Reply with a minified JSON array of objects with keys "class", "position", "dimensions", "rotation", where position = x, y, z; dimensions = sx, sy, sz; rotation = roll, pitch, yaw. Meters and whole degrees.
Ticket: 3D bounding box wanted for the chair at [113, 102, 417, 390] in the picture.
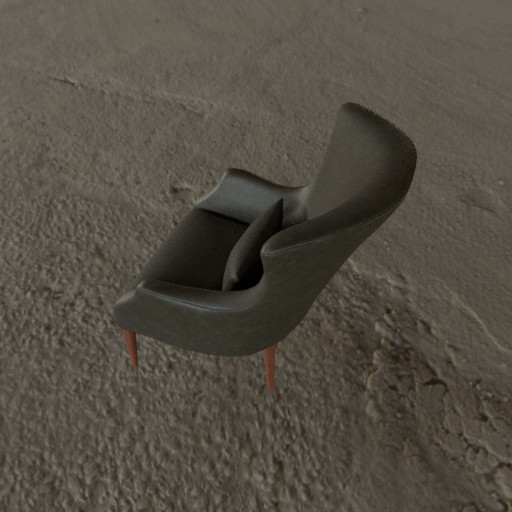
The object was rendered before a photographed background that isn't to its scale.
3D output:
[{"class":"chair","position":[0.000,0.000,1.740],"dimensions":[0.954,1.068,0.819],"rotation":[16,49,15]}]
